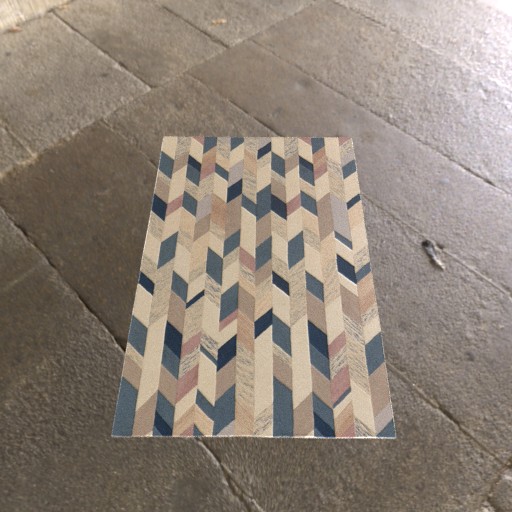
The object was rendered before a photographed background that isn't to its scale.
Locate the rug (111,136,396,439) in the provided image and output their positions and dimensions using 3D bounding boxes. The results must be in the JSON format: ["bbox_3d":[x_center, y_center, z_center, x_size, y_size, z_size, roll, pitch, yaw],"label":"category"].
[{"bbox_3d":[0.000,0.000,2.340,1.202,0.006,1.813,0,57,0],"label":"rug"}]
